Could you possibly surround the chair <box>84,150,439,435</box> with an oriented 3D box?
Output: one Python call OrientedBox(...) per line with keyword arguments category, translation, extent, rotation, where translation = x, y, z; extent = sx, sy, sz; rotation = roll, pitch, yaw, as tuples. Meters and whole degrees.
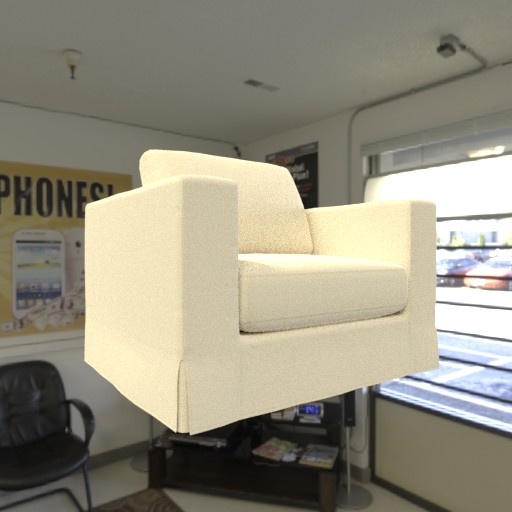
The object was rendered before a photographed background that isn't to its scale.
OrientedBox(category="chair", translation=(0.000, 0.000, 1.805), extent=(1.150, 0.878, 0.957), rotation=(-1, 1, -35))
